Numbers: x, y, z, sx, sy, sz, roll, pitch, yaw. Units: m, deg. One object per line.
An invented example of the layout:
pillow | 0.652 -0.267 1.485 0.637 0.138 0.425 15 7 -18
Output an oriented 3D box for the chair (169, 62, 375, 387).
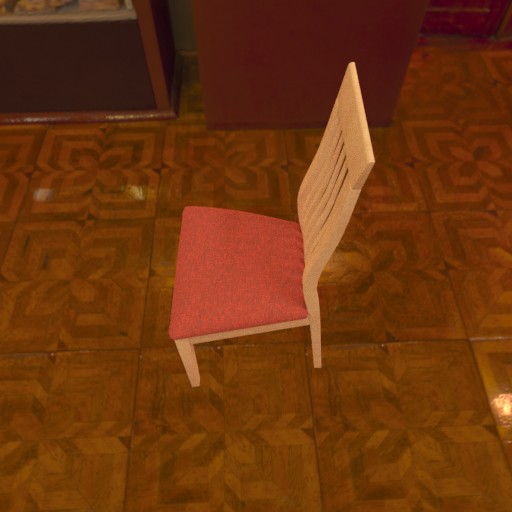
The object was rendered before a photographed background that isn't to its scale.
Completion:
chair | 0.000 0.000 1.268 0.474 1.027 0.460 0 57 0
